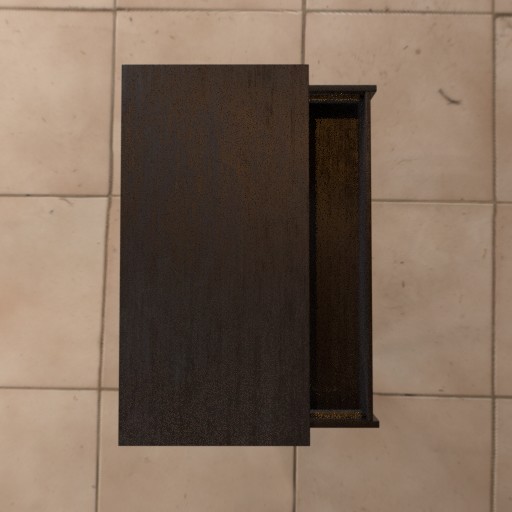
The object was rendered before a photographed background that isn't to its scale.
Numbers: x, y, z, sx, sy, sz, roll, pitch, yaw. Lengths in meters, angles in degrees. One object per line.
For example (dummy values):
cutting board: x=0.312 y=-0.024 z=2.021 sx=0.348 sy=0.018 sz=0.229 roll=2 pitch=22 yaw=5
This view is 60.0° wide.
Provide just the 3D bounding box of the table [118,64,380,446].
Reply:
table: x=0.000 y=0.000 z=1.443 sx=0.712 sy=0.570 sz=1.000 roll=0 pitch=88 yaw=0
